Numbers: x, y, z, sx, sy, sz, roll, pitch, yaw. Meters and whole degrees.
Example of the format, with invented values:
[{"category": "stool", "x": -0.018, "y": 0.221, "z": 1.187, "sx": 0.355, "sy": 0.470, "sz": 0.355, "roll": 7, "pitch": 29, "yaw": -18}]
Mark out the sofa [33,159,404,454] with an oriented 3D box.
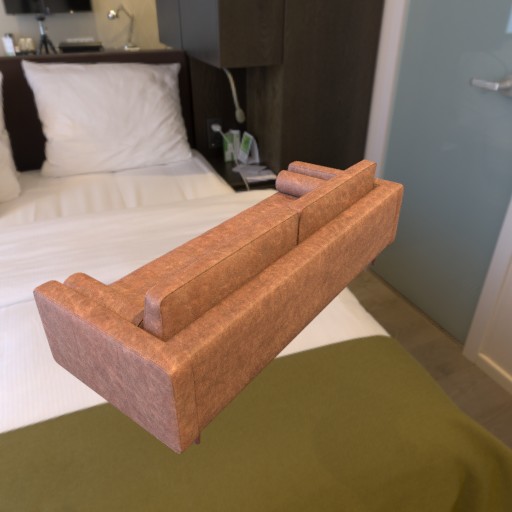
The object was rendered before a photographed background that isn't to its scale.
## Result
[{"category": "sofa", "x": 0.000, "y": 0.000, "z": 2.597, "sx": 0.914, "sy": 0.762, "sz": 2.210, "roll": 21, "pitch": 36, "yaw": 31}]
